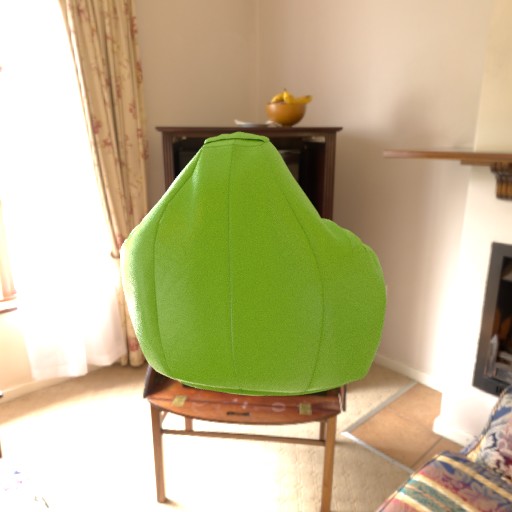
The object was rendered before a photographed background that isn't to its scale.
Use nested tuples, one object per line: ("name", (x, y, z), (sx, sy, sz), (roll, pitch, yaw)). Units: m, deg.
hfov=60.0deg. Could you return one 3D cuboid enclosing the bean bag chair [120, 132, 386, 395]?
("bean bag chair", (0.000, 0.000, 1.851), (1.070, 0.990, 1.070), (2, 15, 8))
